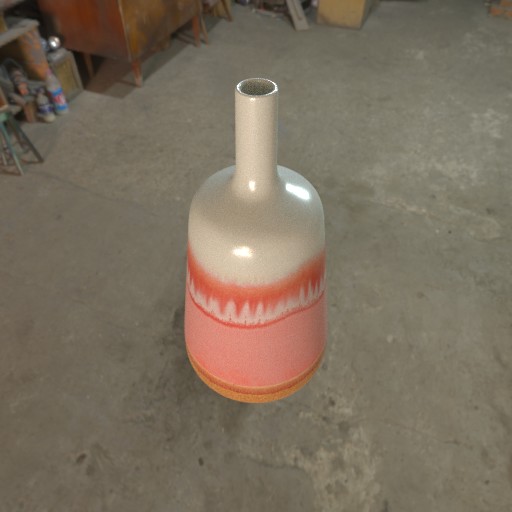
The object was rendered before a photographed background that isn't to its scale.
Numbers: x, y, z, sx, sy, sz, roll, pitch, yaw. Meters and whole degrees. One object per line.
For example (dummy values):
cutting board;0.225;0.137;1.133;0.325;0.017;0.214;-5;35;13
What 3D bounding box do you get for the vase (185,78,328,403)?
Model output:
vase;0.000;0.000;0.375;0.144;0.296;0.144;0;46;0
